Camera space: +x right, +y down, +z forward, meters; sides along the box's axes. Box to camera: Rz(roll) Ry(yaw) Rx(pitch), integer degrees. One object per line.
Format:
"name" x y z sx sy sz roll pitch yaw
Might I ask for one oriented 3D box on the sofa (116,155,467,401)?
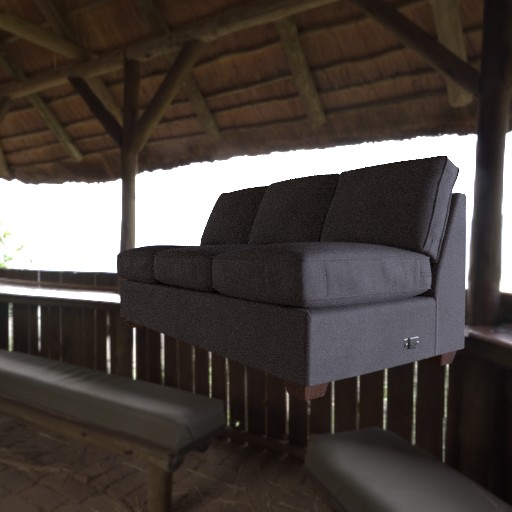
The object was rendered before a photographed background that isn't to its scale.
"sofa" 0.000 0.000 2.542 1.027 0.973 1.962 -1 1 -36
